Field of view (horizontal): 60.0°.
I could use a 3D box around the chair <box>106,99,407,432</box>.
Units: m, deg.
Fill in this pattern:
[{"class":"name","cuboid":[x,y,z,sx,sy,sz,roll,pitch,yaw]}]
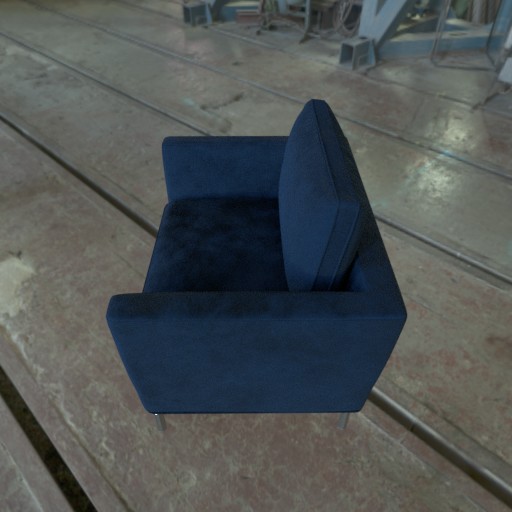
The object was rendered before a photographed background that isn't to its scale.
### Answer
[{"class":"chair","cuboid":[0.000,0.000,1.572,0.746,0.893,0.977,0,41,0]}]
